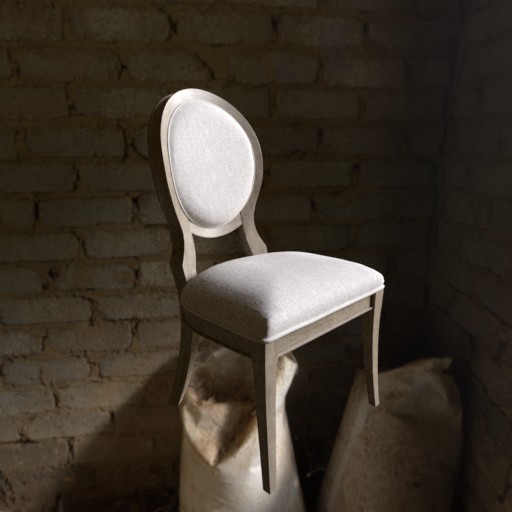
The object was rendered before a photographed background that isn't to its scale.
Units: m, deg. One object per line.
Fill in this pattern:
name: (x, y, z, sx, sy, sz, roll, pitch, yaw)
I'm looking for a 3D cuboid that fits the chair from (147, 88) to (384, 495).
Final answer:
chair: (0.000, 0.000, 1.338, 0.602, 0.990, 0.558, 13, 20, 42)
